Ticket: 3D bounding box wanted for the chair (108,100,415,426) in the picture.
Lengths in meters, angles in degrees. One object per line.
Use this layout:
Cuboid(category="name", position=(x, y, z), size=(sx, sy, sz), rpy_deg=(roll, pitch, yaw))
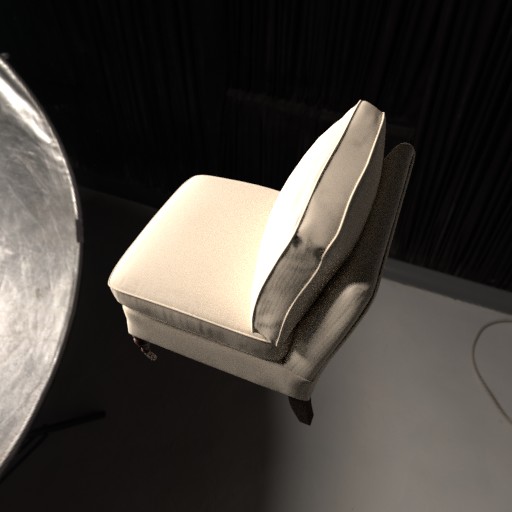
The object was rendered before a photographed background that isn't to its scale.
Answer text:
Cuboid(category="chair", position=(0.000, 0.000, 1.449), size=(0.781, 0.887, 0.630), rpy_deg=(17, 49, 15))
